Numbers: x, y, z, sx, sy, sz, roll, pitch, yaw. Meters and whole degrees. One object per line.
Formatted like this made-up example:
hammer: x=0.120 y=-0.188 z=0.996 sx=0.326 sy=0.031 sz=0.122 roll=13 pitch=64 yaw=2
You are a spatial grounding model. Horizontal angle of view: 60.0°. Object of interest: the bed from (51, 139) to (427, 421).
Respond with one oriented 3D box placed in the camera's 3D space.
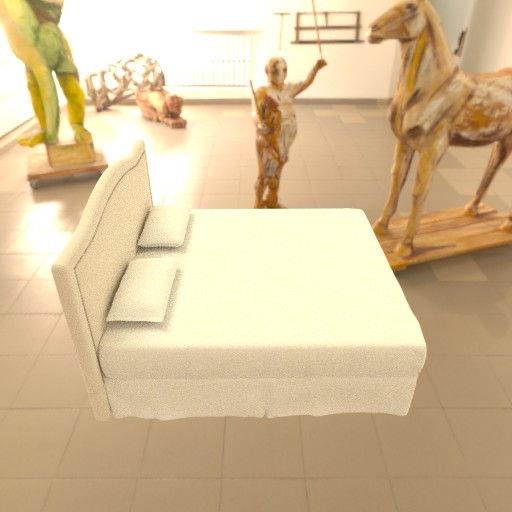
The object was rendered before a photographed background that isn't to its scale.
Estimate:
bed: x=0.000 y=0.000 z=3.496 sx=2.182 sy=1.421 sz=2.083 roll=0 pitch=33 yaw=-1
